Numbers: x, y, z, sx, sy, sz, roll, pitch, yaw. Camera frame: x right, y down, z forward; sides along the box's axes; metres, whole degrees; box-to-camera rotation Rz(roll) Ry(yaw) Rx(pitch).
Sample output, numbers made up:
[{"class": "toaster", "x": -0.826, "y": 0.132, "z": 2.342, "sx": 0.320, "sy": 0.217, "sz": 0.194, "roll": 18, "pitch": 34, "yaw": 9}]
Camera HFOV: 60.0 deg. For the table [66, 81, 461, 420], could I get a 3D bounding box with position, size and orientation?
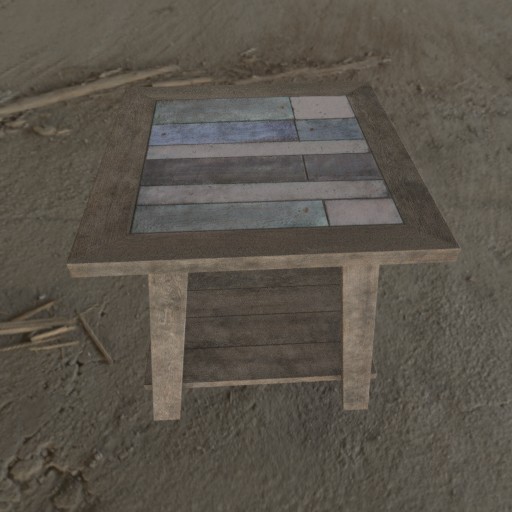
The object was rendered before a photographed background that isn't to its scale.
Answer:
[{"class": "table", "x": 0.000, "y": 0.000, "z": 1.113, "sx": 0.610, "sy": 0.610, "sz": 0.610, "roll": -2, "pitch": 45, "yaw": -2}]
